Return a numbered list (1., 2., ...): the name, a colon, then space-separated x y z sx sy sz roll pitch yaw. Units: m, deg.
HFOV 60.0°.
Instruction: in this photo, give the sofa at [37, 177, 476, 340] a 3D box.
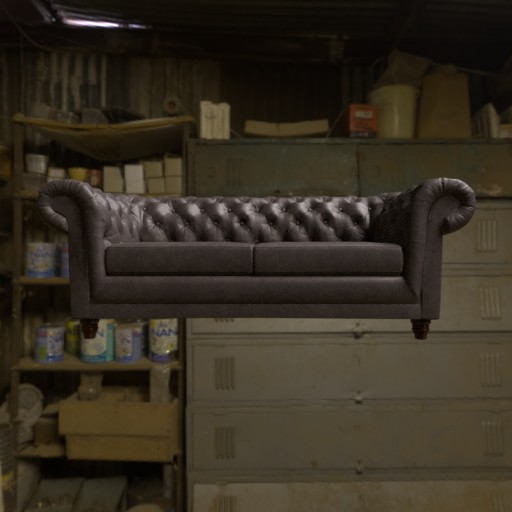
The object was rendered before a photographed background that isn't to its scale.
1. sofa: 0.000 0.000 2.498 2.048 0.779 0.944 0 0 1
